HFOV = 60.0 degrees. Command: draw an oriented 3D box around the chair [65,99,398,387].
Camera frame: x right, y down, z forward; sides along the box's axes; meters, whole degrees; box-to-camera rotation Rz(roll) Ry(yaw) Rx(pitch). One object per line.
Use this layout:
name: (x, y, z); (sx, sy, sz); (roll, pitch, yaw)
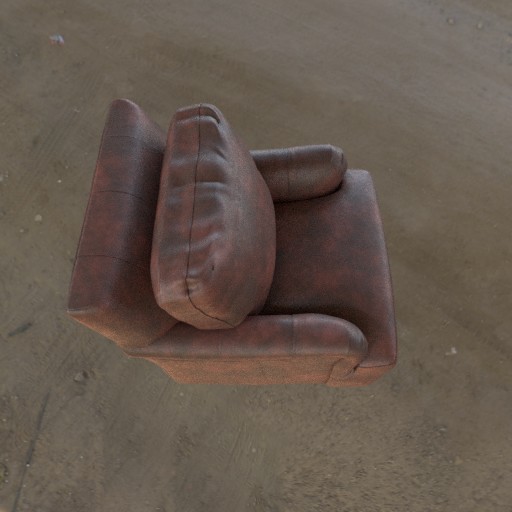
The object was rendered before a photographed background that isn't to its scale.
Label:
chair: (0.000, 0.000, 1.923); (1.156, 1.051, 0.987); (0, 62, 0)
